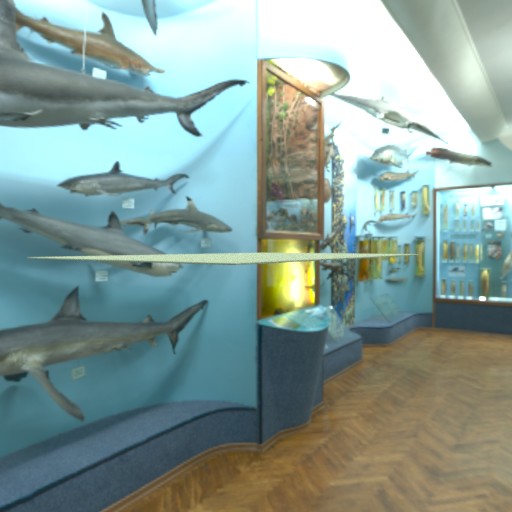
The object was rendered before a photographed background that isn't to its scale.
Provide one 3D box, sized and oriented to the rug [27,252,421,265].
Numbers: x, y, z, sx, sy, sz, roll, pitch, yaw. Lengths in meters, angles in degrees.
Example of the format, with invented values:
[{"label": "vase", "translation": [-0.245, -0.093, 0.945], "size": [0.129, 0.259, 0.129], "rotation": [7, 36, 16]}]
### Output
[{"label": "rug", "translation": [0.000, 0.000, 2.253], "size": [1.143, 0.006, 1.747], "rotation": [1, 2, 36]}]
